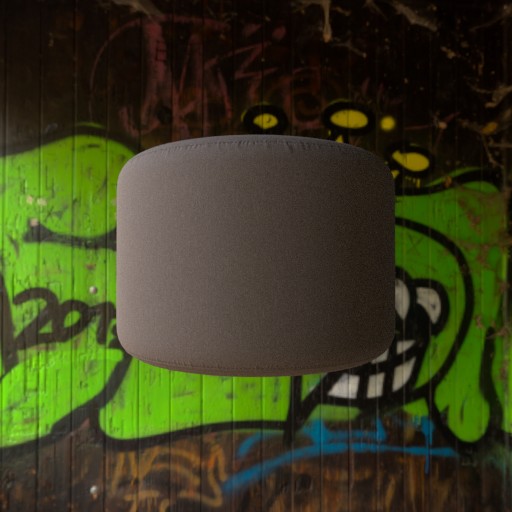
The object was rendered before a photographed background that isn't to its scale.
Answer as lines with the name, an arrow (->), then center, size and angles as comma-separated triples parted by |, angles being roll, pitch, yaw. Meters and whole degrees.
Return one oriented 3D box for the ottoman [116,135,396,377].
ottoman -> 0.000, 0.000, 1.013 | 0.608, 0.433, 0.608 | 0, -1, 0
